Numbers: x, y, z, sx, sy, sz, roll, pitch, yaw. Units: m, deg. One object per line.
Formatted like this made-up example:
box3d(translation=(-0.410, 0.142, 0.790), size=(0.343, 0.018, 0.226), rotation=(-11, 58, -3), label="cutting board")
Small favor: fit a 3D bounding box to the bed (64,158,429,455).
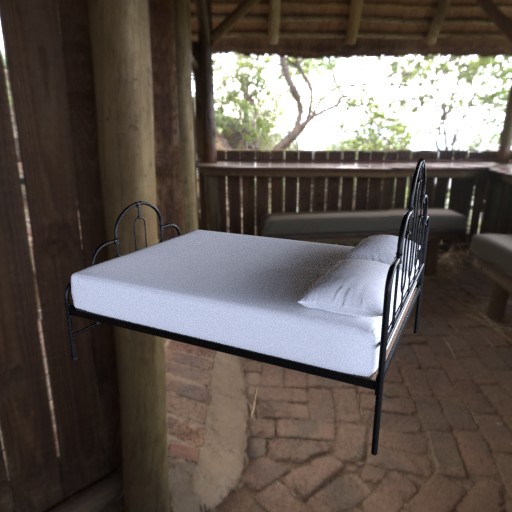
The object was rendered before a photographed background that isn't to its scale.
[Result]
box3d(translation=(0.000, 0.000, 3.229), size=(2.181, 1.444, 1.626), rotation=(8, 17, 25), label="bed")
